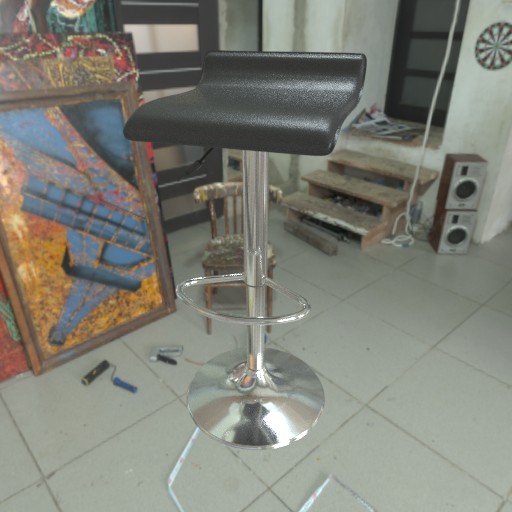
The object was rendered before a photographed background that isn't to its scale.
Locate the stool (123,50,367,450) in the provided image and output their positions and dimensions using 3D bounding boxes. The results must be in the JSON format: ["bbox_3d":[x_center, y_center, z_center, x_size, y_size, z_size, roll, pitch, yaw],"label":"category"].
[{"bbox_3d":[0.000,0.000,1.033,0.381,0.851,0.381,9,29,16],"label":"stool"}]
